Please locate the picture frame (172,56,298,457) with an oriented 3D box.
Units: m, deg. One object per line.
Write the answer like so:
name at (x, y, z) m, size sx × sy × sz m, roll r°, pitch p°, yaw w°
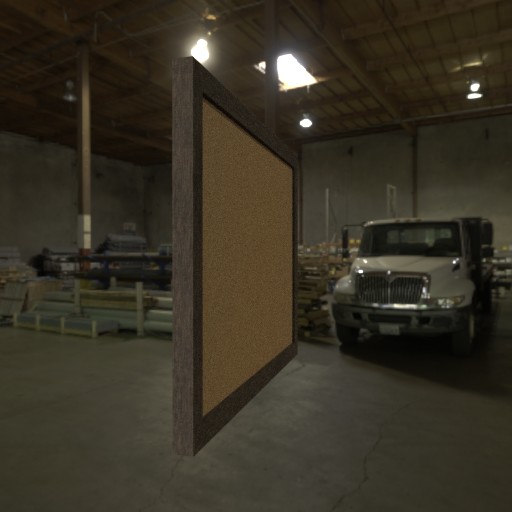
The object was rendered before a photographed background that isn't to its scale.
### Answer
picture frame at (0.000, 0.000, 0.766) m, size 0.026 × 0.455 × 0.546 m, roll 0°, pitch 0°, yaw 18°
